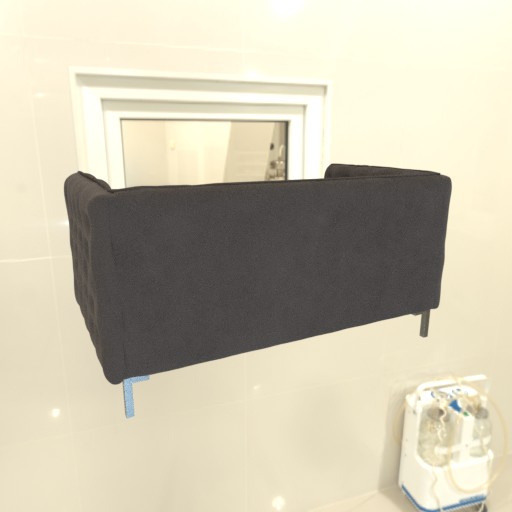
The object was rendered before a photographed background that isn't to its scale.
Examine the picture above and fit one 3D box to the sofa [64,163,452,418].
[{"bbox_3d":[0.000,0.000,2.116,1.583,0.810,0.909,-7,16,-26],"label":"sofa"}]
